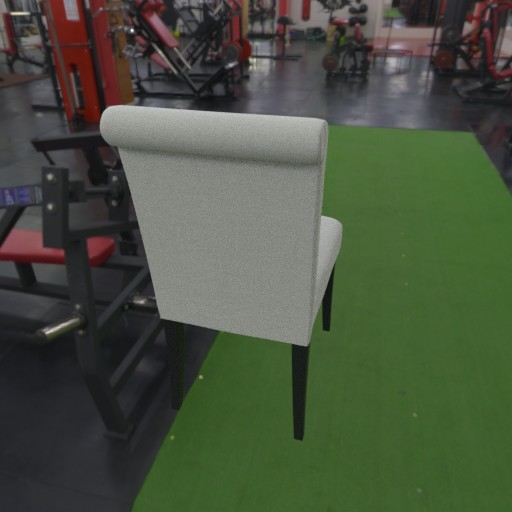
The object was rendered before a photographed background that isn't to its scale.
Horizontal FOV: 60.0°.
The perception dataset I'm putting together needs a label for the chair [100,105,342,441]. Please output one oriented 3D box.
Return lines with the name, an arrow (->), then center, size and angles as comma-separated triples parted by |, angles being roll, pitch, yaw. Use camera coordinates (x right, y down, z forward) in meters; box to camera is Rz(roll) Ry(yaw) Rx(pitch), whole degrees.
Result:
chair -> 0.000, 0.000, 1.344 | 0.452, 0.976, 0.708 | 8, 31, 14
